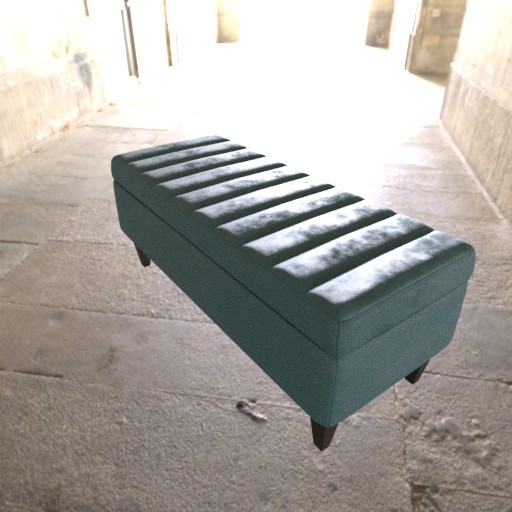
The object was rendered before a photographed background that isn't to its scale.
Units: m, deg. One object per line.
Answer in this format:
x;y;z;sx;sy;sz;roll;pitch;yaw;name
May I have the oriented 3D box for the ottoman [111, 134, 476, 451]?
0.000;0.000;1.419;0.482;0.469;1.151;-21;38;-30;ottoman
